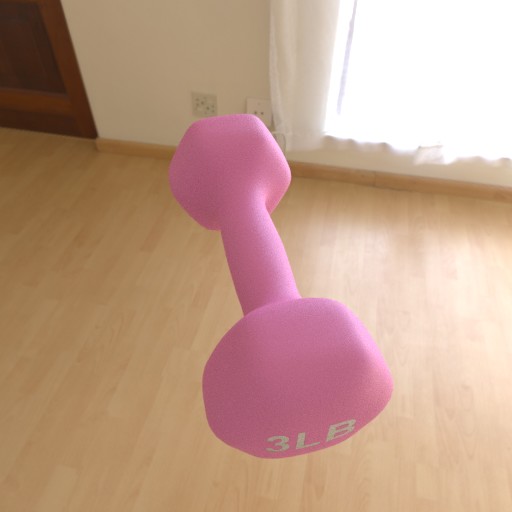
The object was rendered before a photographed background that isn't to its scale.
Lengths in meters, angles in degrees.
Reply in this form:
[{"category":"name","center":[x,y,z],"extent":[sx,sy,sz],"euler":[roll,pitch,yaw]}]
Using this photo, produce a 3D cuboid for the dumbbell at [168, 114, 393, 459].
[{"category":"dumbbell","center":[0.000,0.000,0.190],"extent":[0.064,0.058,0.159],"euler":[-9,47,-9]}]
